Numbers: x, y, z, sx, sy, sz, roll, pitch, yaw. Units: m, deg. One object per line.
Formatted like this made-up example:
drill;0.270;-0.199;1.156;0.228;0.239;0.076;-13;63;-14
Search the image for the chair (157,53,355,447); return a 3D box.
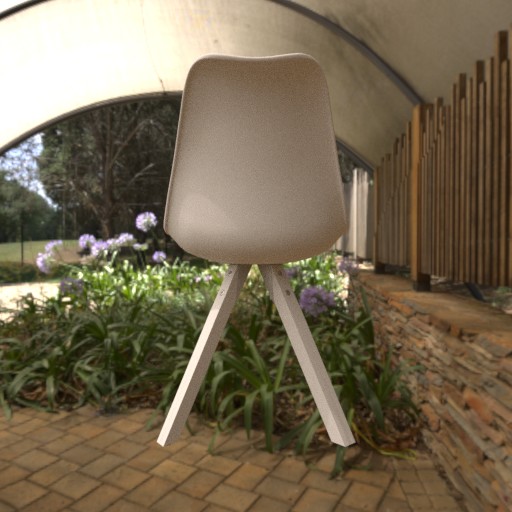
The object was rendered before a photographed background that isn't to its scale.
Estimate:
chair;0.000;0.000;1.182;0.485;0.850;0.550;0;1;0
